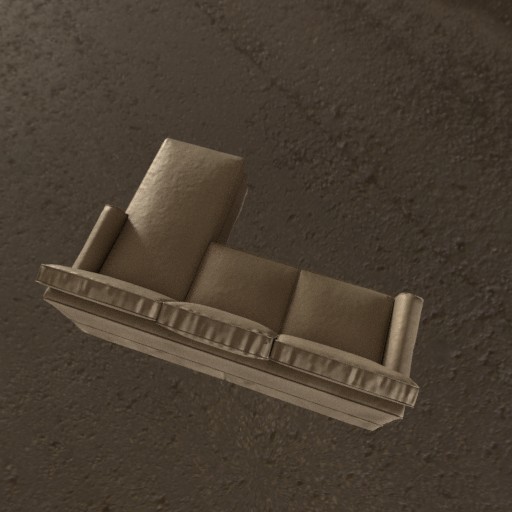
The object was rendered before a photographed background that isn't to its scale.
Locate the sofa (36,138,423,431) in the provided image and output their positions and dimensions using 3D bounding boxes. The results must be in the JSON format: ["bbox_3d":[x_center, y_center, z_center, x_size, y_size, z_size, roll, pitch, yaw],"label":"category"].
[{"bbox_3d":[0.000,0.000,3.335,2.475,0.978,1.733,17,65,8],"label":"sofa"}]
